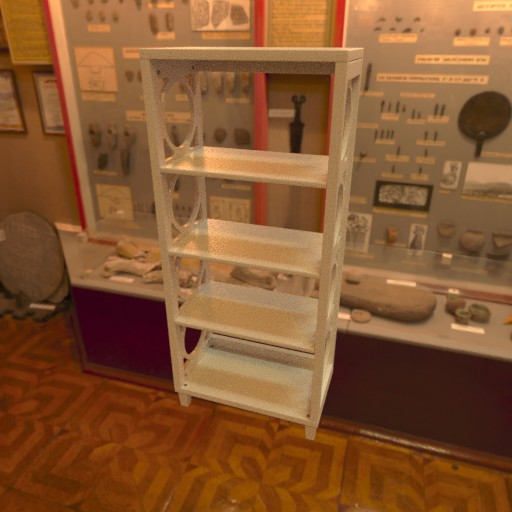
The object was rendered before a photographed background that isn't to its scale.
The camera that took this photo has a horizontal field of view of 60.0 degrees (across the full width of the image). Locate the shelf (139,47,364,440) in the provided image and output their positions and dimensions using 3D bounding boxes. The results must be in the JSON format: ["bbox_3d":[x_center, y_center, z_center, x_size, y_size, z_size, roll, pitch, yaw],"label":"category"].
[{"bbox_3d":[0.000,0.000,1.661,0.611,1.411,0.340,9,27,17],"label":"shelf"}]
